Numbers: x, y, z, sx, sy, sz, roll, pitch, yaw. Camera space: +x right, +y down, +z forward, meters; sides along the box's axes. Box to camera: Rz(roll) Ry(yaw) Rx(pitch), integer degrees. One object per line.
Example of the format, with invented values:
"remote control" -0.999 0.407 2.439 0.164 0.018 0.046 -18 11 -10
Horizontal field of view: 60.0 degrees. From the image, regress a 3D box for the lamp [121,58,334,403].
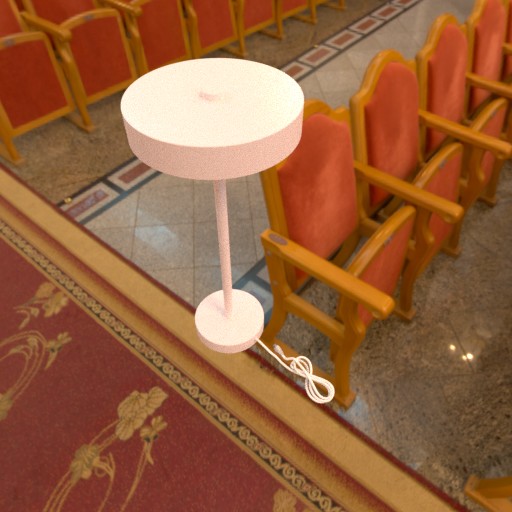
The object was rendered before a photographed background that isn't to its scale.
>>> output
"lamp" 0.000 0.000 0.705 0.369 0.508 0.229 31 54 26
